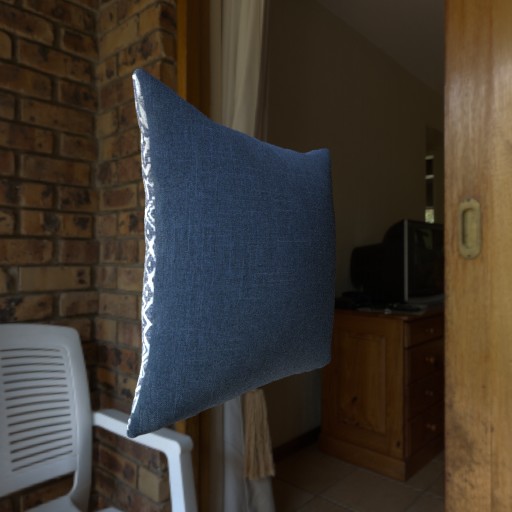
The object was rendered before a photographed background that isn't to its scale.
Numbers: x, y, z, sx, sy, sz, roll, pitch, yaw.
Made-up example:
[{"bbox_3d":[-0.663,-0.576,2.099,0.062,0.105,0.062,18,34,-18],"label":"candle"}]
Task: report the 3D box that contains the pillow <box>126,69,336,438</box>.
[{"bbox_3d":[0.000,0.000,0.783,0.180,0.487,0.546,0,0,36],"label":"pillow"}]
